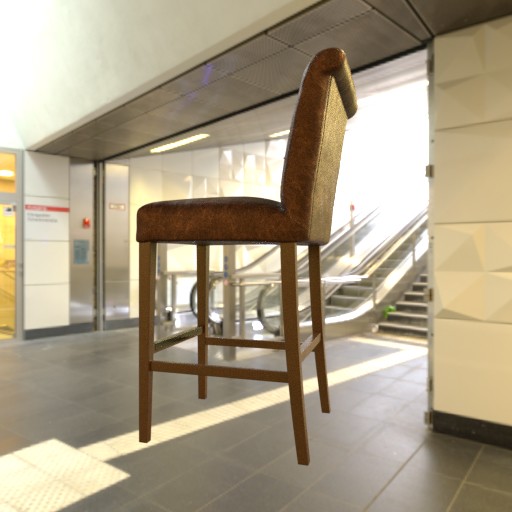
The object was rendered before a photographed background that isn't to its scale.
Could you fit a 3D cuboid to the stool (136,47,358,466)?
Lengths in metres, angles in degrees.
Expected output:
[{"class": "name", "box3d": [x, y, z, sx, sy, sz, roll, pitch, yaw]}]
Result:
[{"class": "stool", "box3d": [0.000, 0.000, 1.517, 0.659, 1.168, 0.483, 0, 0, 17]}]
